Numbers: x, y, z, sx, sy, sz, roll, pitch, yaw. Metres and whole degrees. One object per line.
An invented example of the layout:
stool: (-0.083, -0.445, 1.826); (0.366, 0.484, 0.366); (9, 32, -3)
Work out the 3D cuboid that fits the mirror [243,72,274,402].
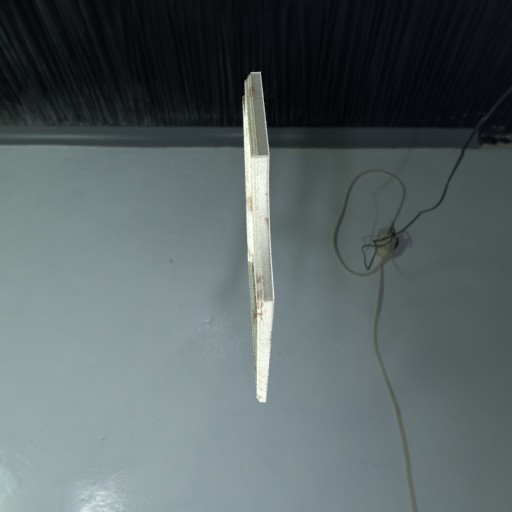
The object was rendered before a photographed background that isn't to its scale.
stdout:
mirror: (0.000, 0.000, 0.865); (0.022, 0.717, 0.403); (-3, 60, -2)
